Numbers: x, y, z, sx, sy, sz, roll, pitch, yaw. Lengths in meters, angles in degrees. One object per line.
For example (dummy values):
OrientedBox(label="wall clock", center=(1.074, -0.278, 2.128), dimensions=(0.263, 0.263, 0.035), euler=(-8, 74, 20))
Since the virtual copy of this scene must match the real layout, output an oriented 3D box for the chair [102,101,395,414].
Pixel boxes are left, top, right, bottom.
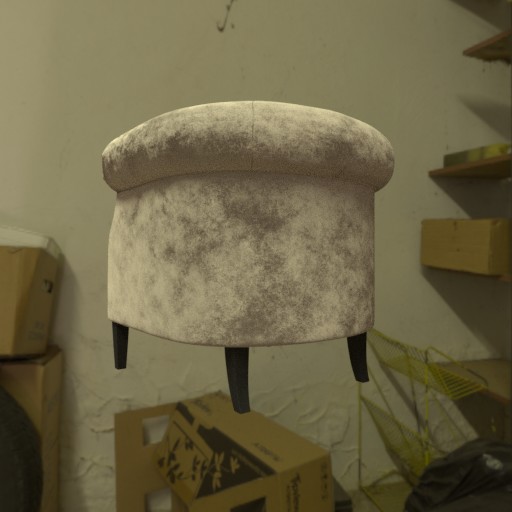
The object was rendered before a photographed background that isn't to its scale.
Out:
OrientedBox(label="chair", center=(0.000, 0.000, 1.535), dimensions=(0.904, 0.826, 0.851), euler=(0, 0, -36))
